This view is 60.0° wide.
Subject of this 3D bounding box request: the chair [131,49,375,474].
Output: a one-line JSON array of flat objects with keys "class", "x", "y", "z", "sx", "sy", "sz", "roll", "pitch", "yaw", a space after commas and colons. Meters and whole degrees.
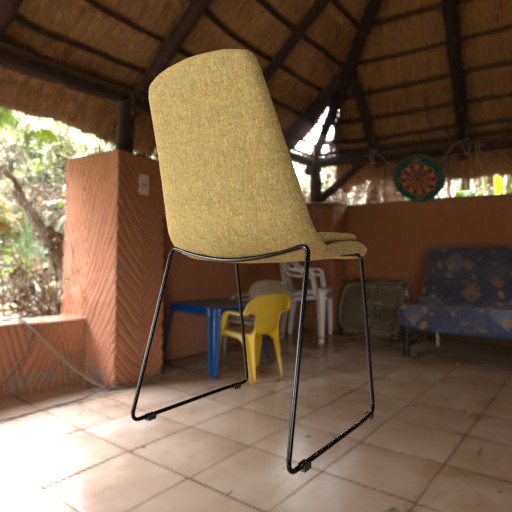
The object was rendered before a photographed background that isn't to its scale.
[{"class": "chair", "x": 0.000, "y": 0.000, "z": 1.140, "sx": 0.479, "sy": 0.849, "sz": 0.496, "roll": 0, "pitch": 0, "yaw": 37}]
